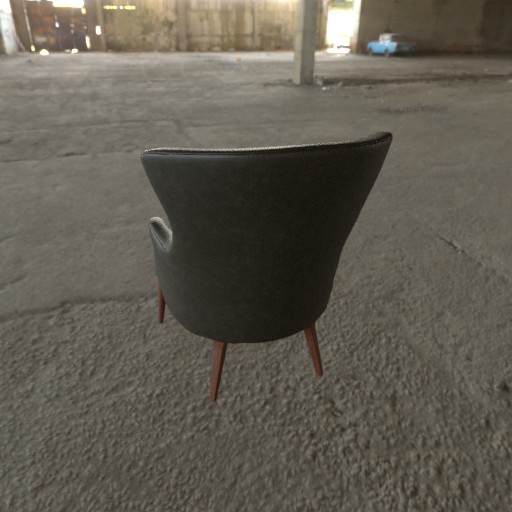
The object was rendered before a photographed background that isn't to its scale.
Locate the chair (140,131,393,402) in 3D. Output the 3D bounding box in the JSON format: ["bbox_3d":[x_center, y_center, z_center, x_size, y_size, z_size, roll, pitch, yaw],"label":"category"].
[{"bbox_3d":[0.000,0.000,1.750,0.819,1.068,0.954,-9,28,-16],"label":"chair"}]
